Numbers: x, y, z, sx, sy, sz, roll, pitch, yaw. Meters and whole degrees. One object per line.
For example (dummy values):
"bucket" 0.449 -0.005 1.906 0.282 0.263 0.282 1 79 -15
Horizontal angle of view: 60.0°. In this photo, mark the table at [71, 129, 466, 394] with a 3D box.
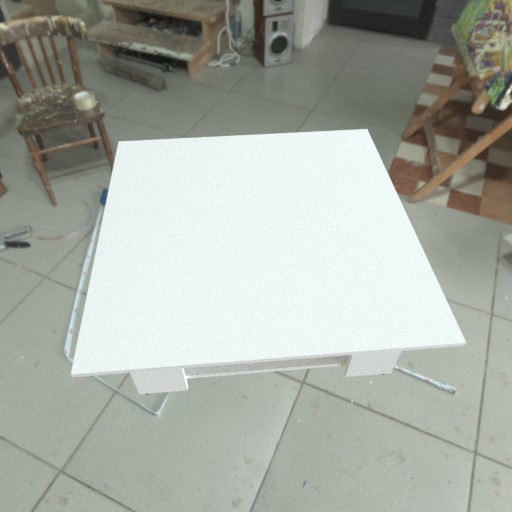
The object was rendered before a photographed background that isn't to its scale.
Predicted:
"table" 0.000 0.000 1.400 0.890 0.305 0.890 -4 48 -3
